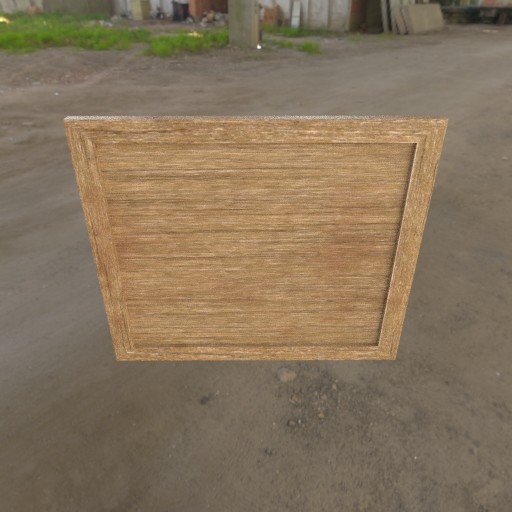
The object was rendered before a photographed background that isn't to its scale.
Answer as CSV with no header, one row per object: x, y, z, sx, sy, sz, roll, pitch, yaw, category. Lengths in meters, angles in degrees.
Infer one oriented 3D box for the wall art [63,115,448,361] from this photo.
0.000,0.000,0.957,0.690,0.588,0.026,0,31,0,wall art
